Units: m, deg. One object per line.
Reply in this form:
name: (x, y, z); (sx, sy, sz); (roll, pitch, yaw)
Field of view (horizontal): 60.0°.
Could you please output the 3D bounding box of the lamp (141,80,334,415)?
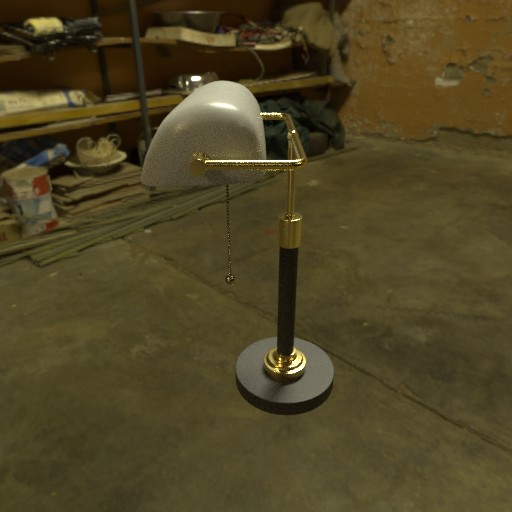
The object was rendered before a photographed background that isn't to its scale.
lamp: (0.000, 0.000, 0.564); (0.227, 0.404, 0.269); (0, 27, 0)
